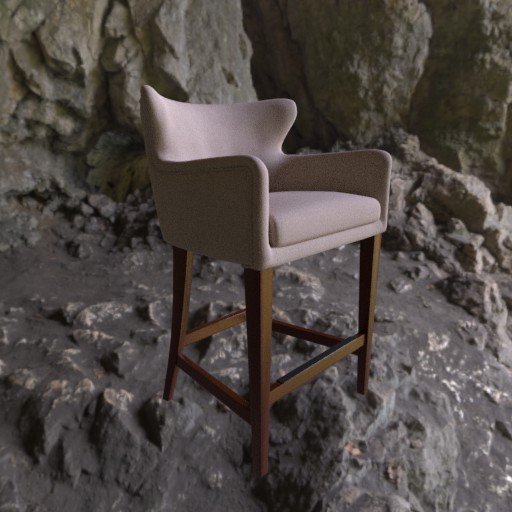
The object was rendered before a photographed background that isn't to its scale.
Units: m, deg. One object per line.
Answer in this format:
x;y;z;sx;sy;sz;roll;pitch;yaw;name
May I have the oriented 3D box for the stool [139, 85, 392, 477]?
0.000;0.000;1.349;0.570;0.951;0.601;13;20;41;stool
